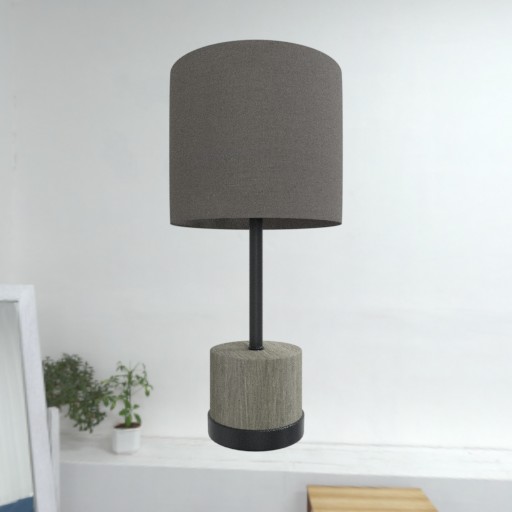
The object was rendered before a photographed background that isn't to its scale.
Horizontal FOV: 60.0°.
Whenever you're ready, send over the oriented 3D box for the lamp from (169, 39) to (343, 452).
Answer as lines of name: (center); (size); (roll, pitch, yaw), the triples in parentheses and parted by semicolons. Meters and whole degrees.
lamp: (0.000, 0.000, 0.594); (0.229, 0.470, 0.229); (0, 0, -18)
